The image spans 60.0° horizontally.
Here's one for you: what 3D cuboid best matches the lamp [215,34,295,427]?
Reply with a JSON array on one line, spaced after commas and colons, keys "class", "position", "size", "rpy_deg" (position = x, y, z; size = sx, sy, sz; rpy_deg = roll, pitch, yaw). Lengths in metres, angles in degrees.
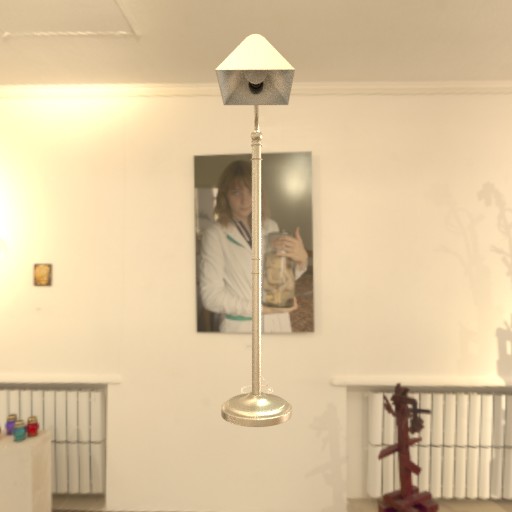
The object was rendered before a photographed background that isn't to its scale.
[{"class": "lamp", "position": [0.000, 0.000, 0.937], "size": [0.159, 0.708, 0.546], "rpy_deg": [0, 0, 1]}]
